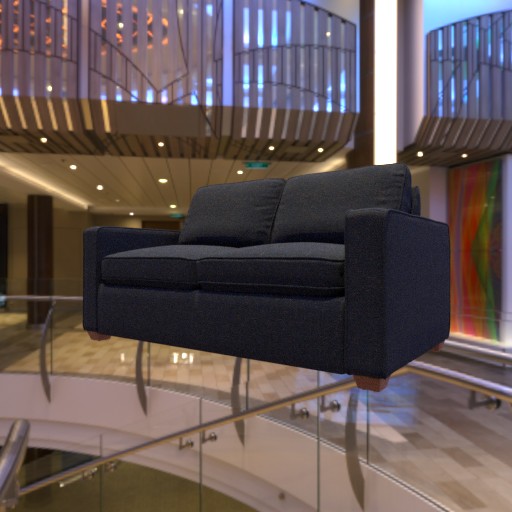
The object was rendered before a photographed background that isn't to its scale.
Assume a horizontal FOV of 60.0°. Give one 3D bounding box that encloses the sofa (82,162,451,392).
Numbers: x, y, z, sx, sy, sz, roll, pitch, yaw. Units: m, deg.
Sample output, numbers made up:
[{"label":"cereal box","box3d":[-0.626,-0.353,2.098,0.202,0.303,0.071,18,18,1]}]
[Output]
[{"label":"sofa","box3d":[0.000,0.000,2.290,1.709,0.918,0.947,0,0,36]}]
